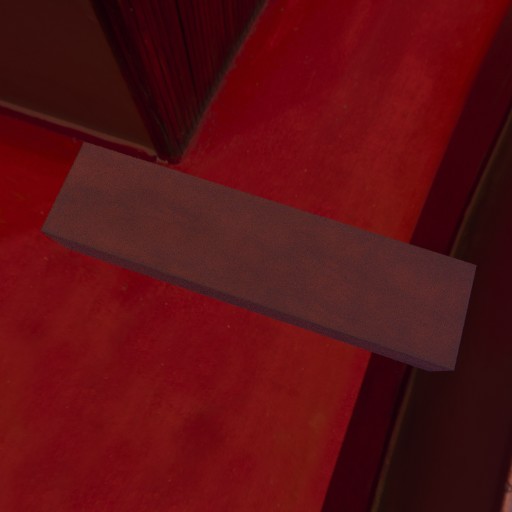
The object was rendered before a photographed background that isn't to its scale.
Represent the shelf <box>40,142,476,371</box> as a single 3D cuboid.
[{"bbox_3d":[0.000,0.000,0.675,0.607,0.088,0.152,18,76,5],"label":"shelf"}]
